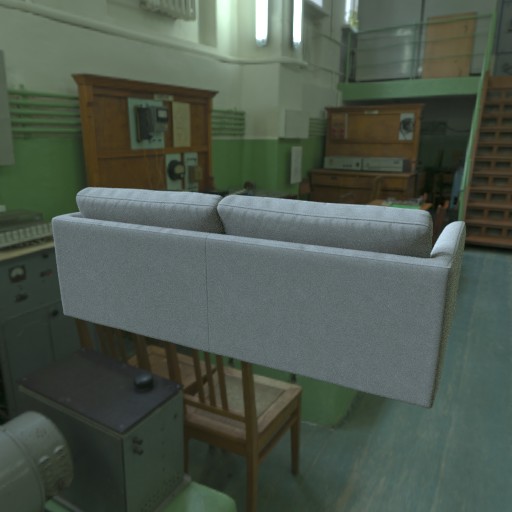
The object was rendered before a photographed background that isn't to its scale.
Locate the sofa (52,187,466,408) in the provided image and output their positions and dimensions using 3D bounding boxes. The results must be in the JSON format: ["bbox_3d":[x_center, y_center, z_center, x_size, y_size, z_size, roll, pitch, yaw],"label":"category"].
[{"bbox_3d":[0.000,0.000,2.703,2.588,0.838,1.090,8,17,26],"label":"sofa"}]
